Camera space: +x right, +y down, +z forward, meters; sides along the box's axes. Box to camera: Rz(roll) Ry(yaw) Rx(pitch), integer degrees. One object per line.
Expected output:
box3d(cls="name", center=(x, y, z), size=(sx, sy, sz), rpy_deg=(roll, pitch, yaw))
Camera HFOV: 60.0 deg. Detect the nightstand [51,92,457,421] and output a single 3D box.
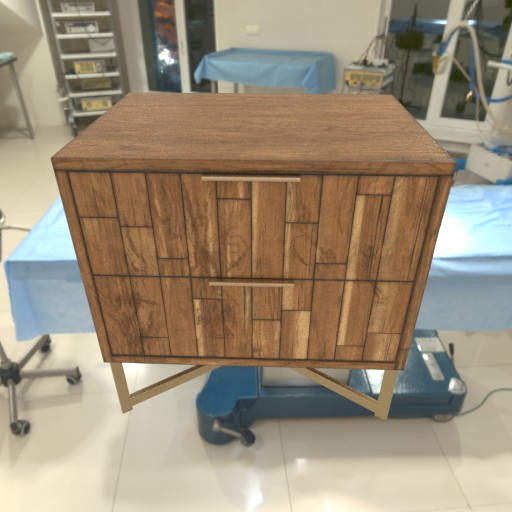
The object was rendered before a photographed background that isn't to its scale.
box3d(cls="nightstand", center=(0.000, 0.000, 1.004), size=(0.610, 0.610, 0.446), rpy_deg=(1, 33, 2))
